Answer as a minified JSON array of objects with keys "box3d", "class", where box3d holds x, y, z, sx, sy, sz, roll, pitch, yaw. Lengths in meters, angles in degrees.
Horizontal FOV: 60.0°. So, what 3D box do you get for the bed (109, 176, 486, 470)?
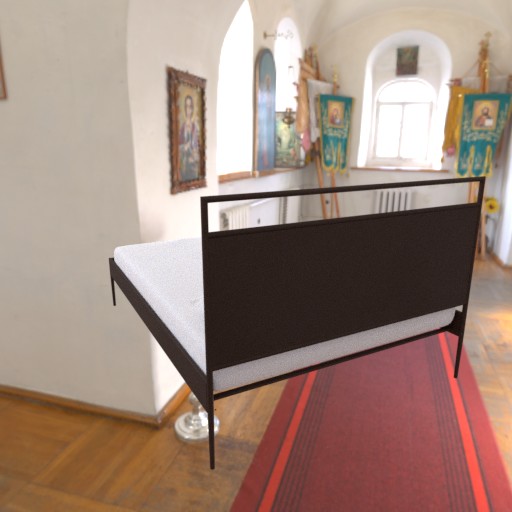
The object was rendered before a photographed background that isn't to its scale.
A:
[{"box3d":[0.000,0.000,2.992,1.572,1.173,2.122,-8,18,-27],"class":"bed"}]
